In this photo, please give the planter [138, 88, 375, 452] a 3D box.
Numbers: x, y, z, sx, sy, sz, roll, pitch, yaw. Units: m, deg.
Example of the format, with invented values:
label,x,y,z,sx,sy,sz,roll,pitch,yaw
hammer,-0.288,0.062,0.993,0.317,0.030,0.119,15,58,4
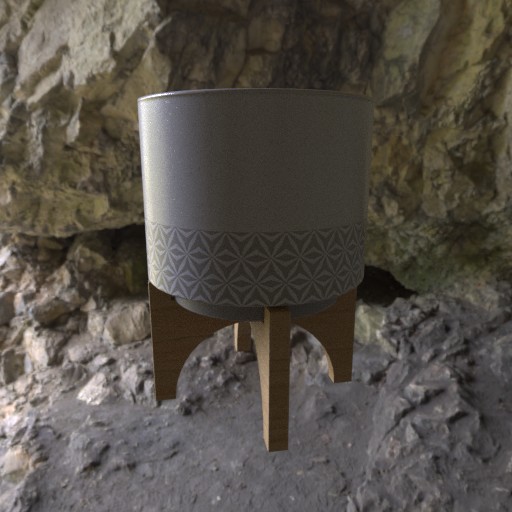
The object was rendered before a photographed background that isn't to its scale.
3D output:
label,x,y,z,sx,sy,sz,roll,pitch,yaw
planter,0.000,0.000,0.395,0.188,0.260,0.188,0,14,0
